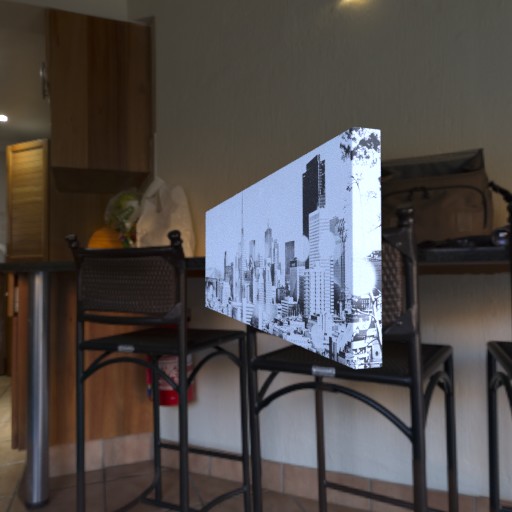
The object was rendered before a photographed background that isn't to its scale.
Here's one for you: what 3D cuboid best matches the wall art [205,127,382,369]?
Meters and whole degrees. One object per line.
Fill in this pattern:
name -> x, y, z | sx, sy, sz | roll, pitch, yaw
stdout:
wall art -> 0.000, 0.000, 0.838 | 0.036, 0.256, 0.766 | 0, -2, -18
